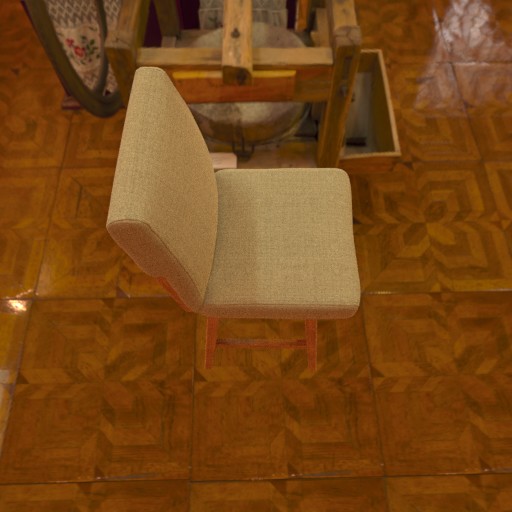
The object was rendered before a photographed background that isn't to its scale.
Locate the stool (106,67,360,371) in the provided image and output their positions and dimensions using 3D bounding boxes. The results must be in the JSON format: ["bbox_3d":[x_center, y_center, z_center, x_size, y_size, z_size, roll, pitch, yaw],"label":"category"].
[{"bbox_3d":[0.000,0.000,1.394,0.569,1.106,0.483,1,64,0],"label":"stool"}]
